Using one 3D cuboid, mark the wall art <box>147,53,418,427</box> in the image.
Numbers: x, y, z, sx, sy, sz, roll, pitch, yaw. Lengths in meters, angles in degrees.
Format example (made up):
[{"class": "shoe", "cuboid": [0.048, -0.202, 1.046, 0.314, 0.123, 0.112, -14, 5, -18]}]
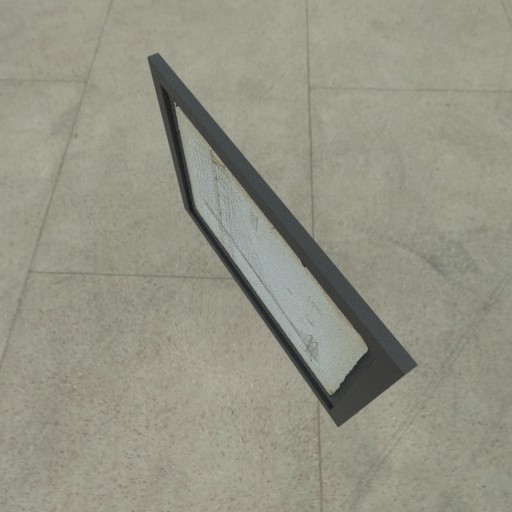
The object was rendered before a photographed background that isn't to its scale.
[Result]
[{"class": "wall art", "cuboid": [0.000, 0.000, 0.559, 0.016, 0.306, 0.432, -30, 66, -15]}]
